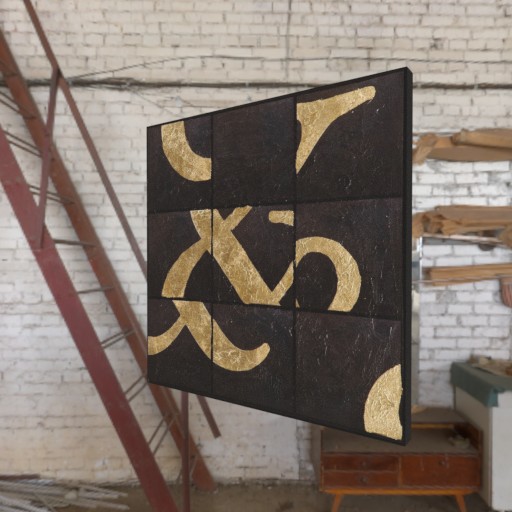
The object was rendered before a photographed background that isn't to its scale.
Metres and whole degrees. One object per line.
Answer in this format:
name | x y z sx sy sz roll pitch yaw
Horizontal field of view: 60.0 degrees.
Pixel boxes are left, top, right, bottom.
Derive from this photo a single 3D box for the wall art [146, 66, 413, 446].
wall art | 0.000 0.000 1.116 0.758 0.758 0.044 1 1 35
